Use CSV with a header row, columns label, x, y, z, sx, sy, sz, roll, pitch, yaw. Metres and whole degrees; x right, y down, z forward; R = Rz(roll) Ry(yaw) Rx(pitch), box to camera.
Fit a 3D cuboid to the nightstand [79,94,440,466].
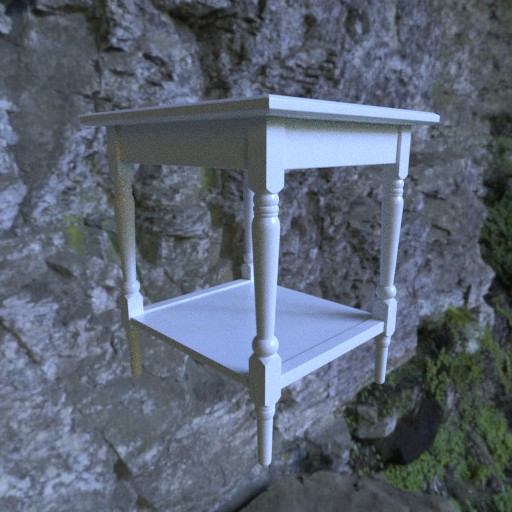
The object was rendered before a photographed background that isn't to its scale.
label,x,y,z,sx,sy,sz,roll,pitch,yaw
nightstand,0.000,0.000,0.903,0.459,0.555,0.505,-14,19,-43
